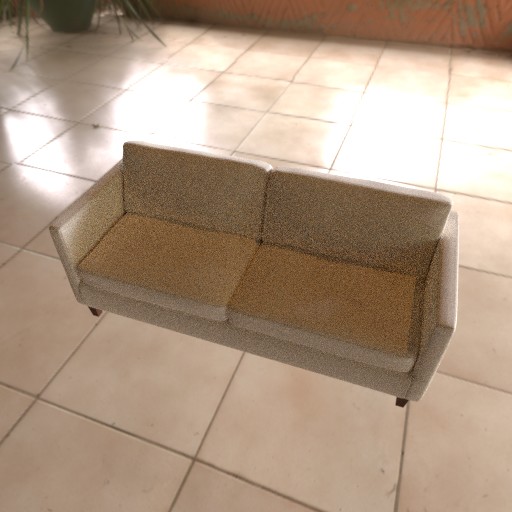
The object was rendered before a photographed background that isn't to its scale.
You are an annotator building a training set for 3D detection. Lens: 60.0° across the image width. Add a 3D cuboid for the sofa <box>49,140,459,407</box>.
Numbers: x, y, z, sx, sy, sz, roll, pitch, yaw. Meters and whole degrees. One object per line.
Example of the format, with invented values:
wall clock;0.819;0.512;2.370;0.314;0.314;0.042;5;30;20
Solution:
sofa;0.000;0.000;2.627;2.139;0.933;0.924;13;44;14
